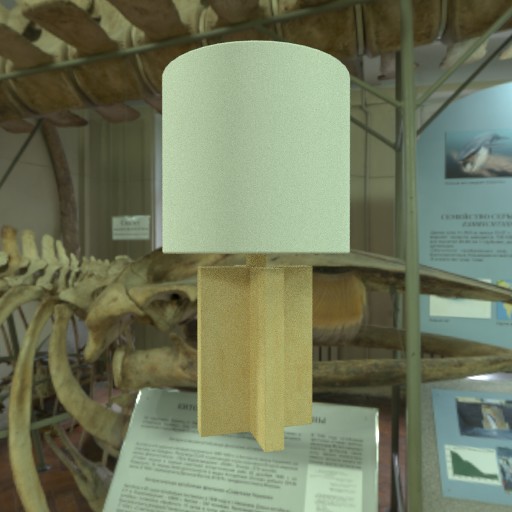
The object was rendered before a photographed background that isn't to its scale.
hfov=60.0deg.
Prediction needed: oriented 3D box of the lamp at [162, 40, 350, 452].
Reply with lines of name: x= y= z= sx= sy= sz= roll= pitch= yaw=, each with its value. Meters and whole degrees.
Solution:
lamp: x=0.000 y=0.000 z=0.553 sx=0.229 sy=0.428 sz=0.229 roll=0 pitch=1 yaw=-17
